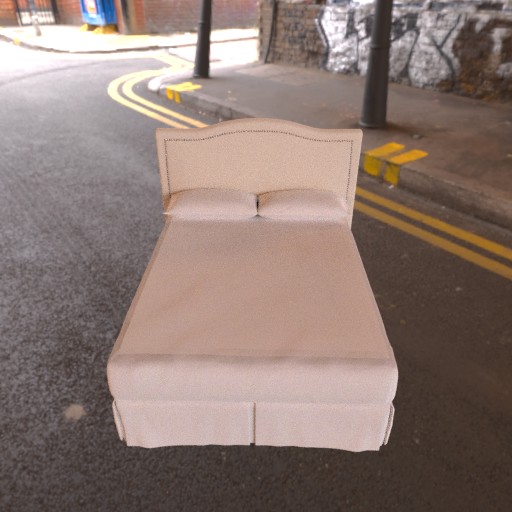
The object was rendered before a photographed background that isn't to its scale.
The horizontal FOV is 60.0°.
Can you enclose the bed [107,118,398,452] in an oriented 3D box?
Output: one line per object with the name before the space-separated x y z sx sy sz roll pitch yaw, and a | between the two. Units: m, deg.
bed | 0.000 0.000 3.217 1.753 1.460 2.143 1 31 1
